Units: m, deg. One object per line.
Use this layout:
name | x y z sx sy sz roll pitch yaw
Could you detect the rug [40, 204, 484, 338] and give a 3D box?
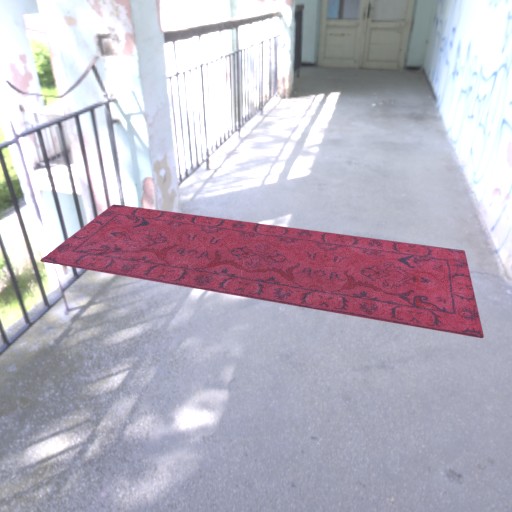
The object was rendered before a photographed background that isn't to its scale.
rug | 0.000 0.000 2.679 2.439 0.018 0.813 9 33 14
